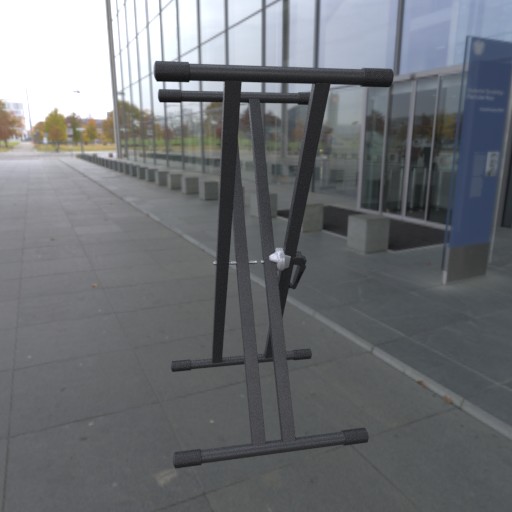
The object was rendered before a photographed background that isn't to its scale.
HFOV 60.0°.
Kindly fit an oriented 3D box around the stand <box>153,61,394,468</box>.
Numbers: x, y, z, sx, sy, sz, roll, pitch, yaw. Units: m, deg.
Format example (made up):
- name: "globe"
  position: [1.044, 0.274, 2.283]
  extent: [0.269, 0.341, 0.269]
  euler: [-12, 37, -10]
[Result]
- name: "stand"
  position: [0.000, 0.000, 1.214]
  extent: [0.495, 0.900, 0.503]
  euler: [-3, 15, -11]
